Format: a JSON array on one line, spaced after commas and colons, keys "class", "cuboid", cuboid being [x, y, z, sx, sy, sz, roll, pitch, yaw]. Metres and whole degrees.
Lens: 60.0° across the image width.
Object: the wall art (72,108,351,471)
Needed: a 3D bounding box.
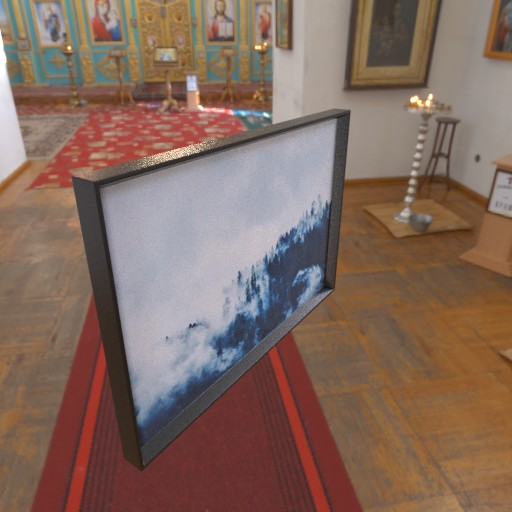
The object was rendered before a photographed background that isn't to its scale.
[{"class": "wall art", "cuboid": [0.000, 0.000, 1.171, 0.058, 0.640, 0.939, 17, 31, 31]}]
